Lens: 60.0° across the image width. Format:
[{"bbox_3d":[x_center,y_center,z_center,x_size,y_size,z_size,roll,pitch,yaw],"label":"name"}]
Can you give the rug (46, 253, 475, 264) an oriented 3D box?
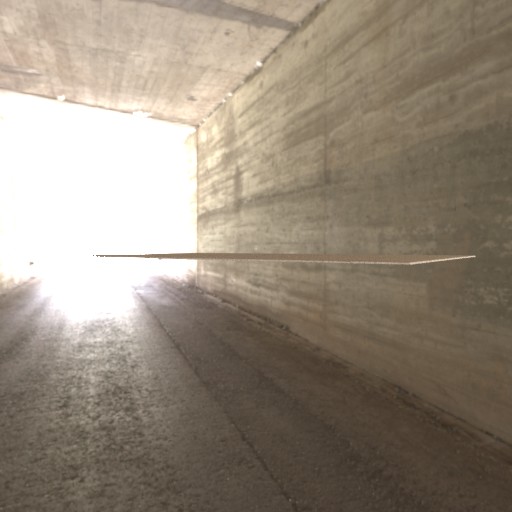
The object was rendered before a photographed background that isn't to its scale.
[{"bbox_3d":[0.000,0.000,2.963,2.440,0.008,1.524,1,1,35],"label":"rug"}]
